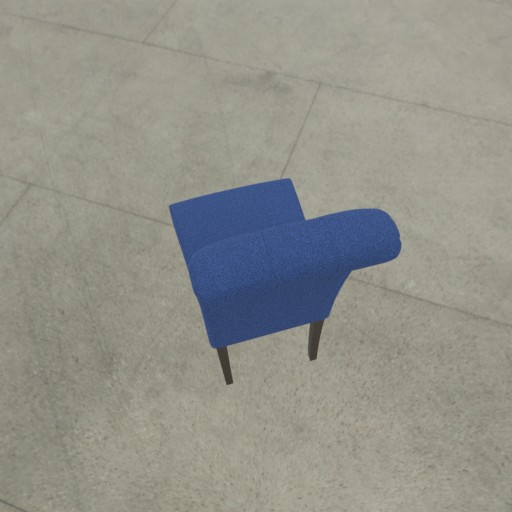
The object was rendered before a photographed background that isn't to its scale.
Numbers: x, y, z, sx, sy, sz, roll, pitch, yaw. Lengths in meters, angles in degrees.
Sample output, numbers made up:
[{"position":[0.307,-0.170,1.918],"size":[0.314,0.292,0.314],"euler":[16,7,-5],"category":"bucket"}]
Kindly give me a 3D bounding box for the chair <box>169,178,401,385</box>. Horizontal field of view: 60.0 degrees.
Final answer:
[{"position":[0.000,0.000,1.377],"size":[0.456,1.006,0.671],"euler":[-14,60,-8],"category":"chair"}]
